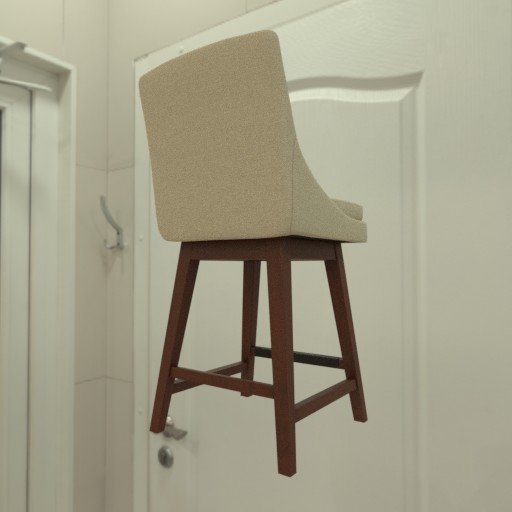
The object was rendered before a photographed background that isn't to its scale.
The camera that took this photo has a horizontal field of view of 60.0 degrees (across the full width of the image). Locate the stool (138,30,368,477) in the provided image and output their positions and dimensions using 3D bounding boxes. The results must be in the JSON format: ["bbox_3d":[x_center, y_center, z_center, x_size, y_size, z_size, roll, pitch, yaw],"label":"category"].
[{"bbox_3d":[0.000,0.000,1.279,0.469,0.991,0.559,-1,-1,36],"label":"stool"}]
